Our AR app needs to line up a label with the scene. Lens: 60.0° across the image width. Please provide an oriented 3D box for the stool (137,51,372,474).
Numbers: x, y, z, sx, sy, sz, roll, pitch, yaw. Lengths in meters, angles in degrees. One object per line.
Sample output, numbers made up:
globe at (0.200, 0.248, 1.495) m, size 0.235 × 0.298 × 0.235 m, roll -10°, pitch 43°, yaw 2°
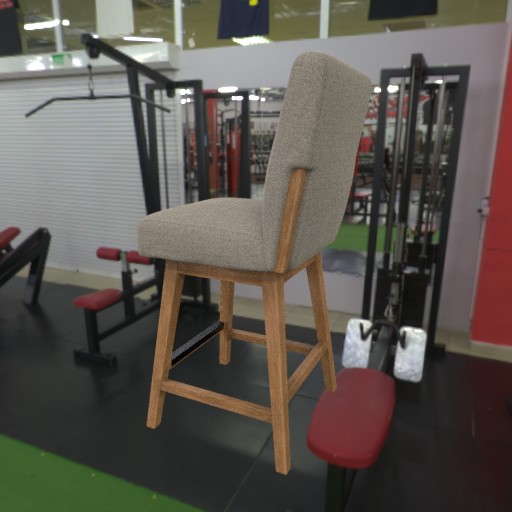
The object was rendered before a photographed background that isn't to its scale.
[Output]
stool at (0.000, 0.000, 1.291) m, size 0.526 × 1.010 × 0.459 m, roll 7°, pitch 17°, yaw 25°
